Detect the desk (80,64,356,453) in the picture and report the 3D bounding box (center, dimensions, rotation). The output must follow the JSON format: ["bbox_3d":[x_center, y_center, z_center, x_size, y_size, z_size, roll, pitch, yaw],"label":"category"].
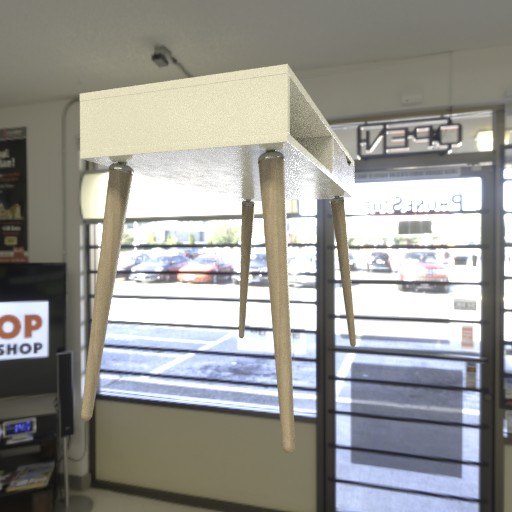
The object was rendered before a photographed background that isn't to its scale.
[{"bbox_3d":[0.000,0.000,1.357,0.491,0.723,0.979,0,1,19],"label":"desk"}]
